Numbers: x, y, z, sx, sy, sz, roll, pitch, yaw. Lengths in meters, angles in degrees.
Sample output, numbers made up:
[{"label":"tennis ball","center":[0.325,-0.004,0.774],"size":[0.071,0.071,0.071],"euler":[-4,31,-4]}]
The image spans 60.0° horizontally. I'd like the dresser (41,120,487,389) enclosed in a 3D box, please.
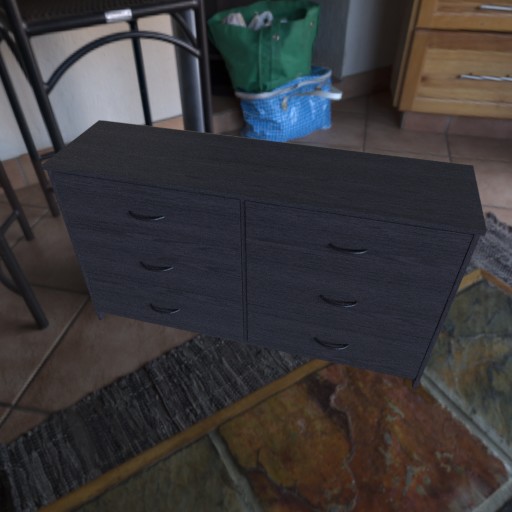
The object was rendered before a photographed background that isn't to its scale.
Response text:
[{"label":"dresser","center":[0.000,0.000,1.680],"size":[1.360,0.755,0.401],"euler":[10,42,11]}]
